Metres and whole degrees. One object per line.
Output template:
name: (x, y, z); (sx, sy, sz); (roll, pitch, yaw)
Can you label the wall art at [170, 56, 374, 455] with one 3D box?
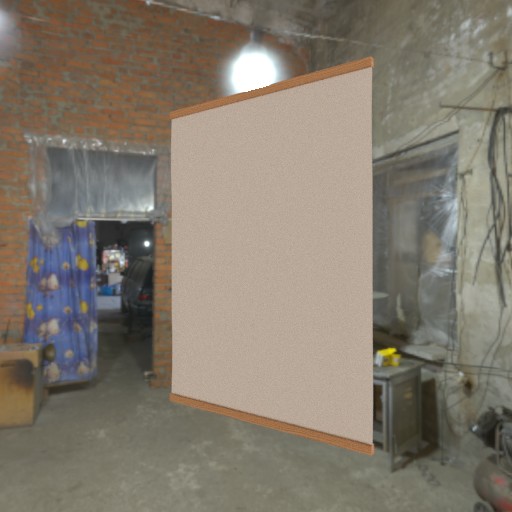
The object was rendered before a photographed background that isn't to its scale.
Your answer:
wall art: (0.000, 0.000, 1.354); (0.739, 1.016, 0.020); (0, 0, 36)
